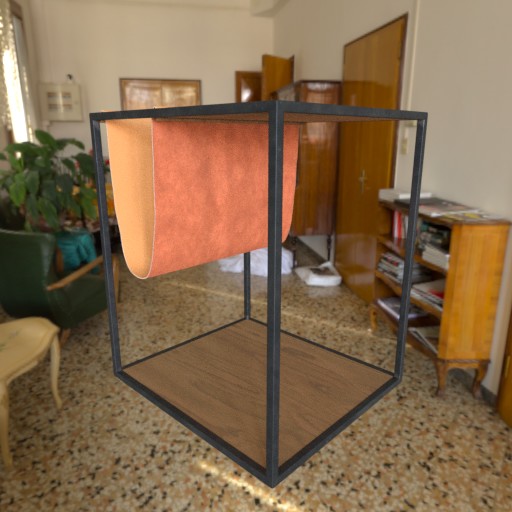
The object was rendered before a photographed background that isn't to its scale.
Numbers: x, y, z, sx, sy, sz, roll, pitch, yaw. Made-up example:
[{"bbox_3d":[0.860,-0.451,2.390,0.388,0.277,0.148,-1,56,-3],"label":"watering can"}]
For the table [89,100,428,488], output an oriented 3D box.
[{"bbox_3d":[0.000,0.000,0.854,0.450,0.536,0.399,14,21,42],"label":"table"}]
